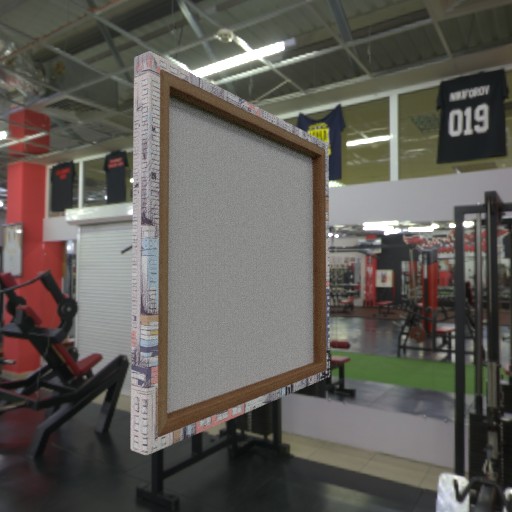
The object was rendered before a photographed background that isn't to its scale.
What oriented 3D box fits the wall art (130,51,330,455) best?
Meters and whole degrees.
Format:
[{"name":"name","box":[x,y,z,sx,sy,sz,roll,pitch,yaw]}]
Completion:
[{"name":"wall art","box":[0.000,0.000,1.151,0.048,0.762,0.761,-1,-2,36]}]
